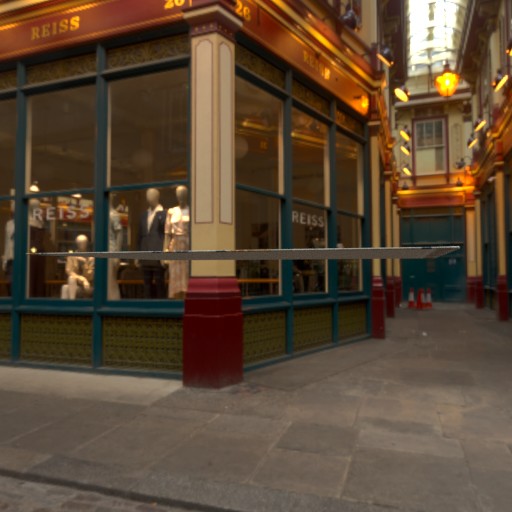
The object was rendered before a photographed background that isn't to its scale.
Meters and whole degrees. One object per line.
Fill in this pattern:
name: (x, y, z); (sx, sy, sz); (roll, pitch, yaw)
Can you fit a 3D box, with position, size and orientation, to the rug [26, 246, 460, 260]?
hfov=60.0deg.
rug: (0.000, 0.000, 2.319); (1.827, 0.008, 1.230); (-1, -2, 19)
